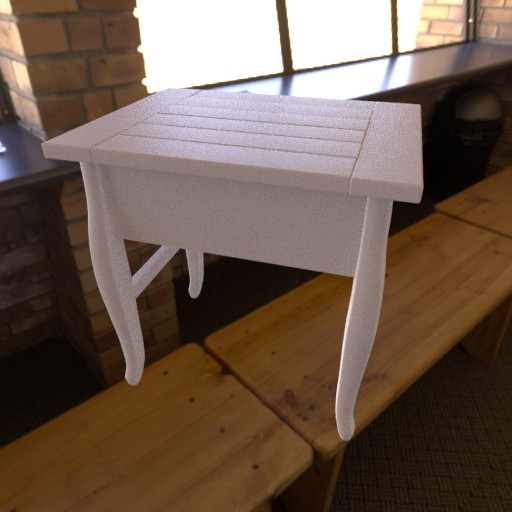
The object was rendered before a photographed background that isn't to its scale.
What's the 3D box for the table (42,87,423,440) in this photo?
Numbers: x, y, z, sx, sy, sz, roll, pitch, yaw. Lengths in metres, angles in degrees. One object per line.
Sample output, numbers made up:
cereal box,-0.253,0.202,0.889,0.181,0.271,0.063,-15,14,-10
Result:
table,0.000,0.000,0.999,0.599,0.605,0.463,9,33,14
